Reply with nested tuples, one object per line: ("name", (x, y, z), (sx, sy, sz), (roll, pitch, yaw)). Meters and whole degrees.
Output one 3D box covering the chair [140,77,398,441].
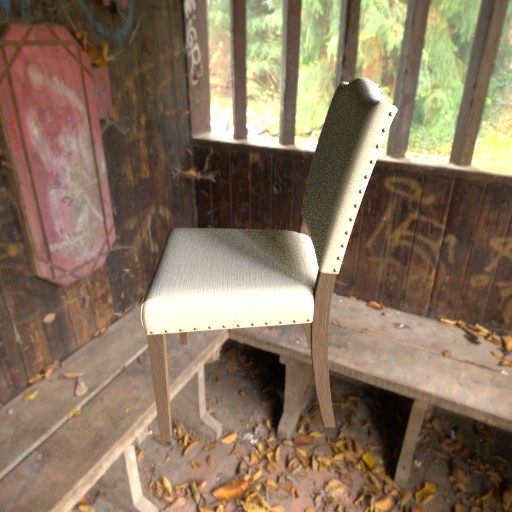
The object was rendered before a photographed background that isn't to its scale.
("chair", (0.000, 0.000, 1.358), (0.619, 1.015, 0.508), (-1, 27, -1))
